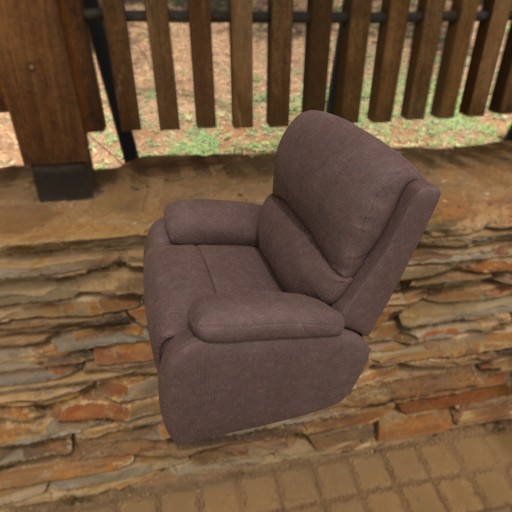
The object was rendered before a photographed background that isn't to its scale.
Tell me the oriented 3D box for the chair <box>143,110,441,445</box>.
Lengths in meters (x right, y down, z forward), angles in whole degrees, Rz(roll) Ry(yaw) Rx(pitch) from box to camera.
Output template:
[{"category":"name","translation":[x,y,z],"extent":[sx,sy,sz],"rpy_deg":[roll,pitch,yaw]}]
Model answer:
[{"category":"chair","translation":[0.000,0.000,1.748],"extent":[0.899,1.011,0.930],"rpy_deg":[-8,32,-14]}]
